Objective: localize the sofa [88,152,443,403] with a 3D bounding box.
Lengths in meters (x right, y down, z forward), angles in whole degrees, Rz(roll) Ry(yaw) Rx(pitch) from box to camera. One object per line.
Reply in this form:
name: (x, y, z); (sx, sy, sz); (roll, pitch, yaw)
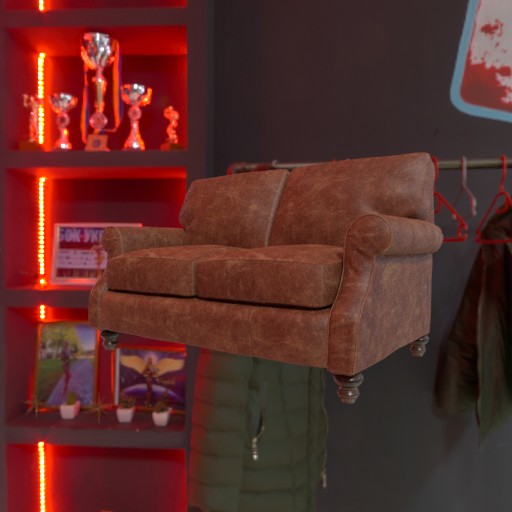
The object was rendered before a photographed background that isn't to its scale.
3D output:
sofa: (0.000, 0.000, 2.207); (1.616, 0.967, 0.990); (1, 1, 36)
